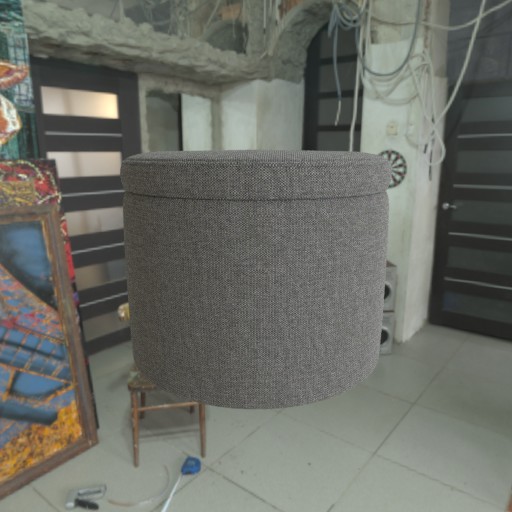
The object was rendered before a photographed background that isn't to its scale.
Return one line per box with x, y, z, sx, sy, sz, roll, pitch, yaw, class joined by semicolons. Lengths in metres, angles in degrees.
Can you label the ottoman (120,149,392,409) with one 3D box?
0.000;0.000;0.920;0.520;0.430;0.520;0;13;0;ottoman
